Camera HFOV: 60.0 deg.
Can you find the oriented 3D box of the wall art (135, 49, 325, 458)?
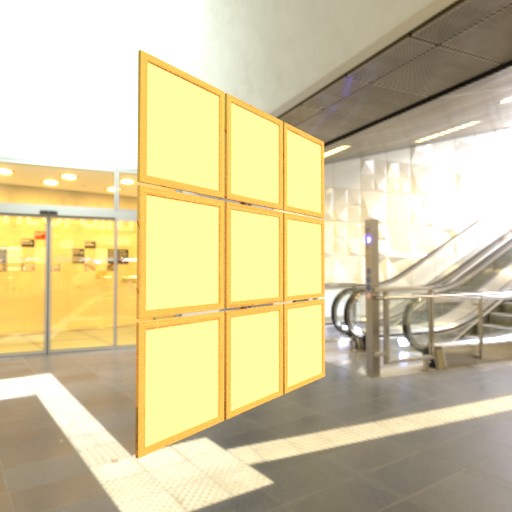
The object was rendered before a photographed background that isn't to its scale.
[{"bbox_3d":[0.000,0.000,1.817,0.013,1.219,1.214,-1,-2,35],"label":"wall art"}]
